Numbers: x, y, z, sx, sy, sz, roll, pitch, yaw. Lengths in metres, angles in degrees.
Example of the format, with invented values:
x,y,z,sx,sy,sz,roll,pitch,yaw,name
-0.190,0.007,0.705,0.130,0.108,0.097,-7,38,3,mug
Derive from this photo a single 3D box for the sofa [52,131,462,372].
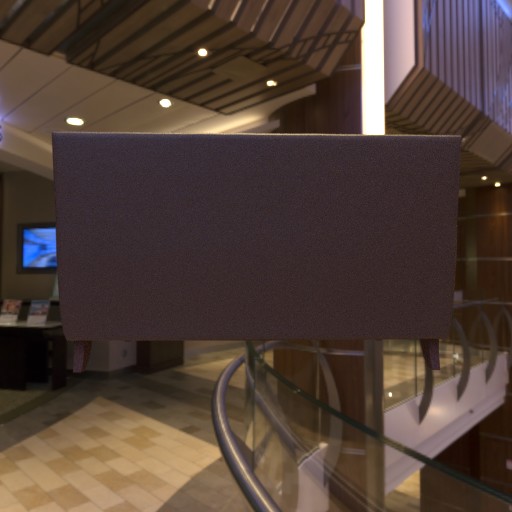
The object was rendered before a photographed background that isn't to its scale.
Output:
x,y,z,sx,sy,sz,roll,pitch,yaw,name
0.000,0.000,1.983,1.468,0.859,0.853,0,-2,-2,sofa
